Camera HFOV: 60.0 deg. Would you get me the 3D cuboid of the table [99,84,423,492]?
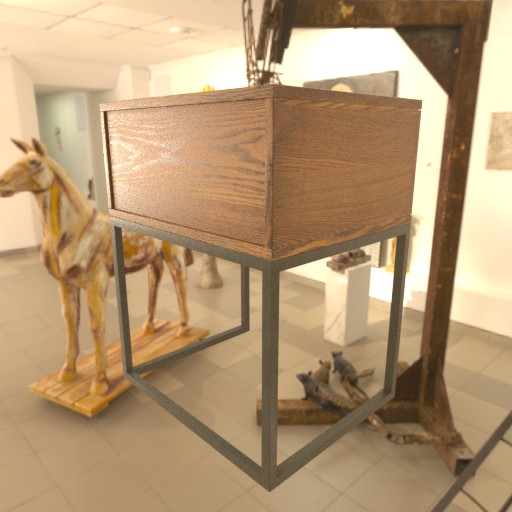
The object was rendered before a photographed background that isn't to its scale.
[{"bbox_3d":[0.000,0.000,0.925,0.400,0.610,0.482,-14,21,-42],"label":"table"}]
